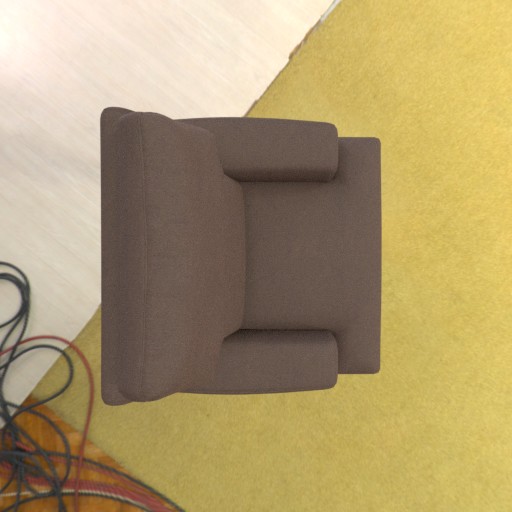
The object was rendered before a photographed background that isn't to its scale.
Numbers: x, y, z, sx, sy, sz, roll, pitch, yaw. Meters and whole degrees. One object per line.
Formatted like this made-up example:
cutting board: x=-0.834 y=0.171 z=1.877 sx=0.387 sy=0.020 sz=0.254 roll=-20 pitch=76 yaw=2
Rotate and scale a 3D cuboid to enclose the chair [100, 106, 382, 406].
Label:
chair: x=0.000 y=0.000 z=1.943 sx=1.143 sy=0.940 sz=1.168 roll=0 pitch=90 yaw=0
